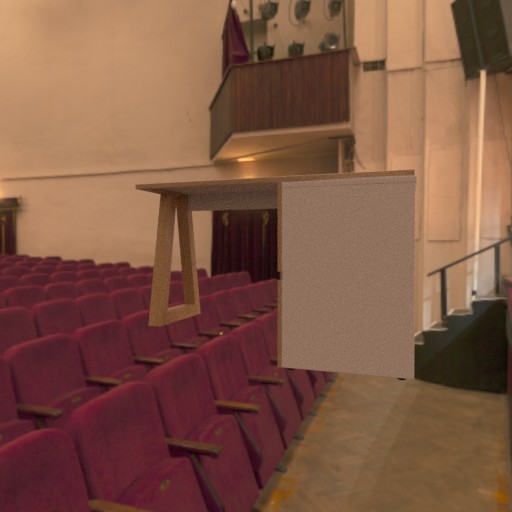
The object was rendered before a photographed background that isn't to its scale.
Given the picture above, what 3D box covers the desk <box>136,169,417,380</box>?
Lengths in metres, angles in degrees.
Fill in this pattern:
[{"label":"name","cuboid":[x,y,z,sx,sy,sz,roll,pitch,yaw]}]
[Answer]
[{"label":"desk","cuboid":[0.000,0.000,2.087,1.404,0.755,1.098,0,1,19]}]
